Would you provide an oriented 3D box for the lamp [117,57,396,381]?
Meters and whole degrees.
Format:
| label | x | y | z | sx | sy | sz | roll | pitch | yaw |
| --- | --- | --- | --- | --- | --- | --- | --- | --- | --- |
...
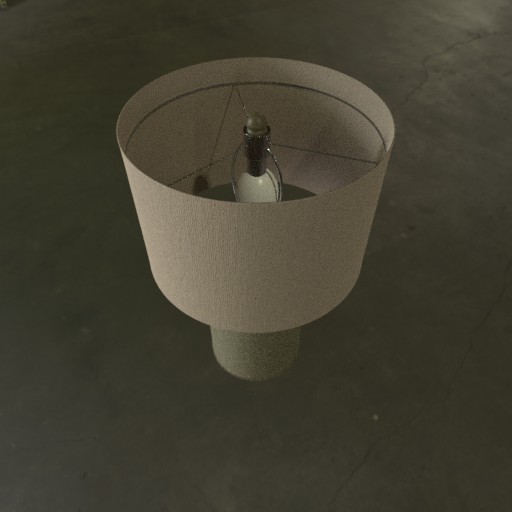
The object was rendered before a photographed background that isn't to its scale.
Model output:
| label | x | y | z | sx | sy | sz | roll | pitch | yaw |
| --- | --- | --- | --- | --- | --- | --- | --- | --- | --- |
| lamp | 0.000 | 0.000 | 0.691 | 0.318 | 0.486 | 0.318 | 0 | 47 | 0 |
